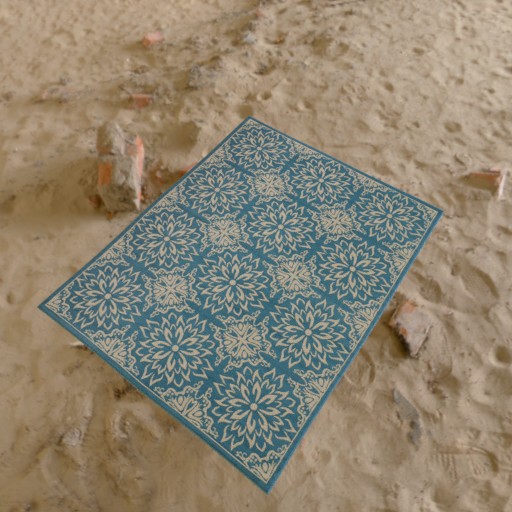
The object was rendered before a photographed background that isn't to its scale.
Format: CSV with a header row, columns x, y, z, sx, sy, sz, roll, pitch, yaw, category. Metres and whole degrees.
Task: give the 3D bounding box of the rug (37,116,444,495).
x,y,z,sx,sy,sz,roll,pitch,yaw,category
0.000,0.000,3.958,2.350,0.018,2.964,31,62,19,rug
